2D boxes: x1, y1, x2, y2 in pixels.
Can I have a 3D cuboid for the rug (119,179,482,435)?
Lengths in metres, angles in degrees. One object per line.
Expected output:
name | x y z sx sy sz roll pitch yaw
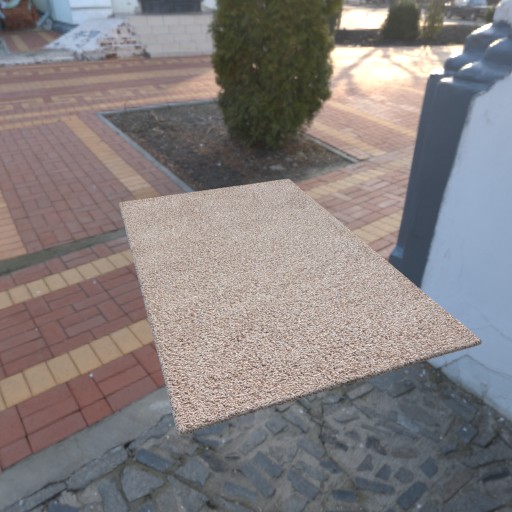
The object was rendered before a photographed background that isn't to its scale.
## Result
rug | 0.000 0.000 3.391 1.778 0.030 2.743 -11 33 -17
